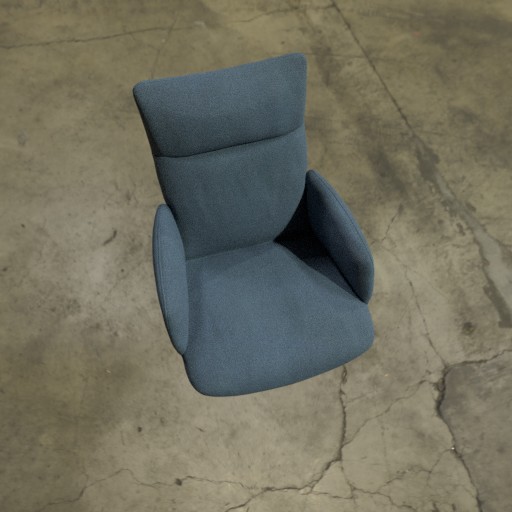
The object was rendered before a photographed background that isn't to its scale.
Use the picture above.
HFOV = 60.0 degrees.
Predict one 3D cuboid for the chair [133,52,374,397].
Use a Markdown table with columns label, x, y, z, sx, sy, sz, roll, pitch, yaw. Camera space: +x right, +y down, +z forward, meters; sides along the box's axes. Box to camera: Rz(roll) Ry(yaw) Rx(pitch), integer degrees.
| label | x | y | z | sx | sy | sz | roll | pitch | yaw |
| --- | --- | --- | --- | --- | --- | --- | --- | --- | --- |
| chair | 0.000 | 0.000 | 1.593 | 0.711 | 1.016 | 0.889 | -14 | 62 | -8 |
